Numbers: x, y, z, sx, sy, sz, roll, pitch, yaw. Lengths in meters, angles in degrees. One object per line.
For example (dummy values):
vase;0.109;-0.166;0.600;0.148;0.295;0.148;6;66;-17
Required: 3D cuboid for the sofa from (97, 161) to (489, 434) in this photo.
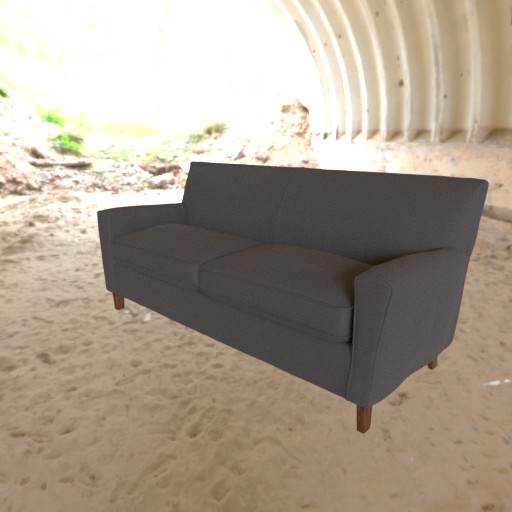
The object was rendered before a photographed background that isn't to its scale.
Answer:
sofa;0.000;0.000;2.397;2.002;0.907;0.843;14;21;41
